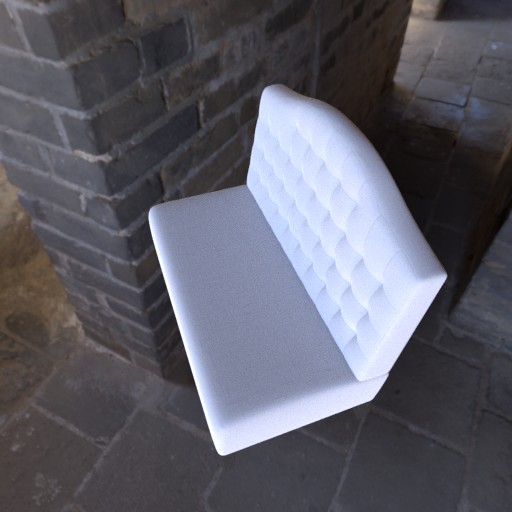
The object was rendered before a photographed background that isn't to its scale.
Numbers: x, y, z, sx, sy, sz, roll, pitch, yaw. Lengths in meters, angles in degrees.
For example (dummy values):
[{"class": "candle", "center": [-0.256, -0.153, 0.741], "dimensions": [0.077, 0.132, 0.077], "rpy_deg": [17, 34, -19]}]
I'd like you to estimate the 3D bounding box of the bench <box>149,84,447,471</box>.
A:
[{"class": "bench", "center": [0.000, 0.000, 2.012], "dimensions": [0.815, 1.180, 1.335], "rpy_deg": [-15, 49, -14]}]
